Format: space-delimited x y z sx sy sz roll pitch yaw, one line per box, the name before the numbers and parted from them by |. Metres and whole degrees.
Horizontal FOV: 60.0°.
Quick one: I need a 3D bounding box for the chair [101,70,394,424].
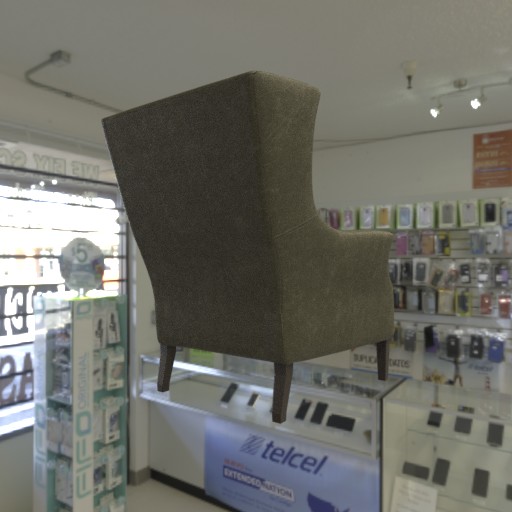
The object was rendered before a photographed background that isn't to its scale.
chair | 0.000 0.000 1.704 0.853 1.016 0.926 0 -1 37
